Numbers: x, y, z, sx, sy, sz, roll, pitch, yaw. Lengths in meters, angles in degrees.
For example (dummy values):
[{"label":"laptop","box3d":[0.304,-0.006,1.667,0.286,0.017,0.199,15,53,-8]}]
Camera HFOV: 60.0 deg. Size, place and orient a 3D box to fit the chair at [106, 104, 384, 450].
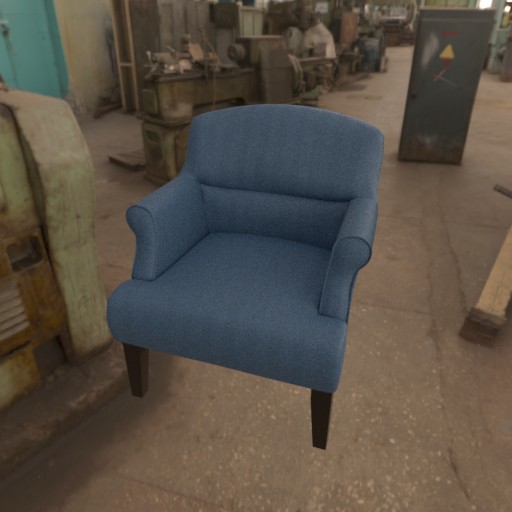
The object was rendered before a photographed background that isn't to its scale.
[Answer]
[{"label":"chair","box3d":[0.000,0.000,1.512,0.770,0.878,0.754,9,30,17]}]
